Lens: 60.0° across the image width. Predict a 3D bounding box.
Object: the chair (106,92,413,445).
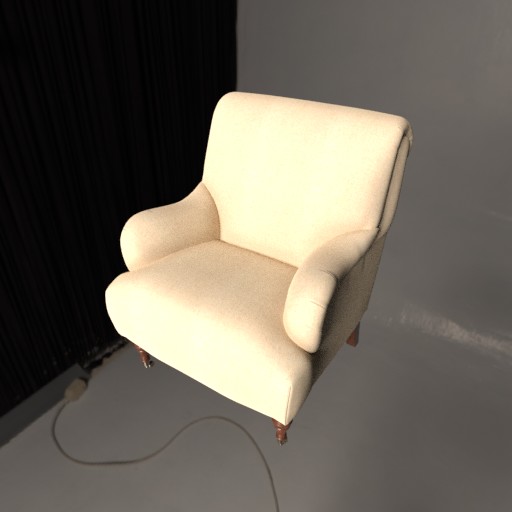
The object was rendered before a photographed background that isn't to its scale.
[{"bbox_3d":[0.000,0.000,1.572,0.766,0.944,0.842,20,37,28],"label":"chair"}]
